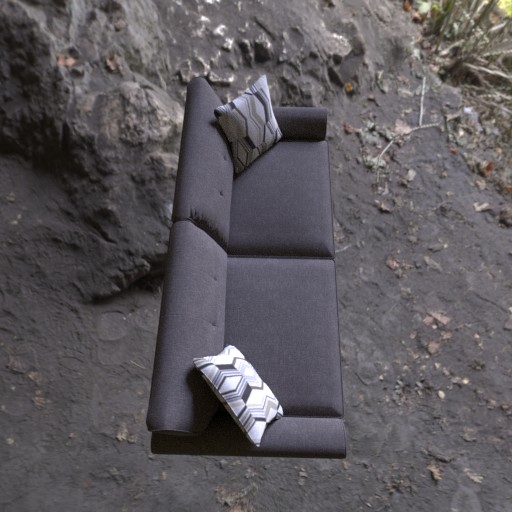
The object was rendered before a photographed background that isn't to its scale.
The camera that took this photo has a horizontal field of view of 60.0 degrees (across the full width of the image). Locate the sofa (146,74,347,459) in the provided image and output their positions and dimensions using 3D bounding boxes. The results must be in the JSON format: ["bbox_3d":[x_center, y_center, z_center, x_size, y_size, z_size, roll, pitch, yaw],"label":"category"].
[{"bbox_3d":[0.000,0.000,2.460,0.889,0.813,2.032,1,65,1],"label":"sofa"}]
